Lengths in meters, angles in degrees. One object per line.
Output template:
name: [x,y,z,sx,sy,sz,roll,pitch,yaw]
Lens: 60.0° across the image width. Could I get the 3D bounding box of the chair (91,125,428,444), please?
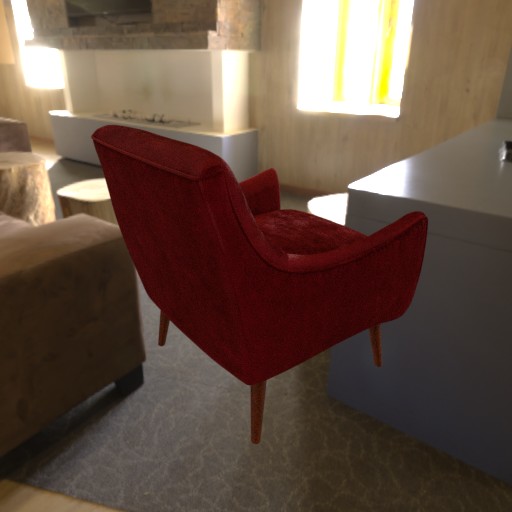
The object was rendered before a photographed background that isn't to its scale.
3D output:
chair: [0.000,0.000,1.450,0.787,0.838,0.762,-18,30,-34]
